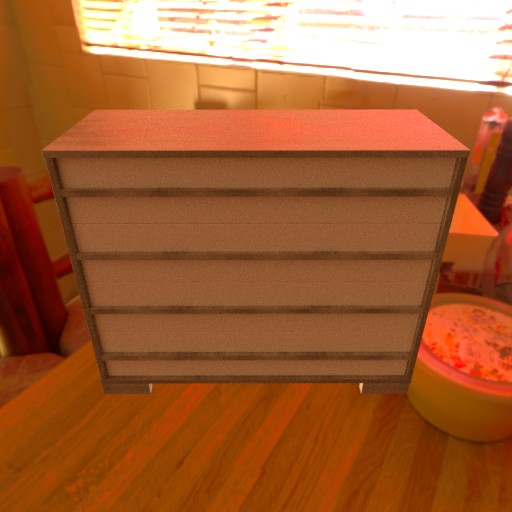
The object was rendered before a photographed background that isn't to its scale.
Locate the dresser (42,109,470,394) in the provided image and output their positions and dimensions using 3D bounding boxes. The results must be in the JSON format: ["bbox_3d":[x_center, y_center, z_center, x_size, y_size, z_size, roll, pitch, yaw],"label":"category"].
[{"bbox_3d":[0.000,0.000,1.409,0.994,0.816,0.404,0,31,0],"label":"dresser"}]
